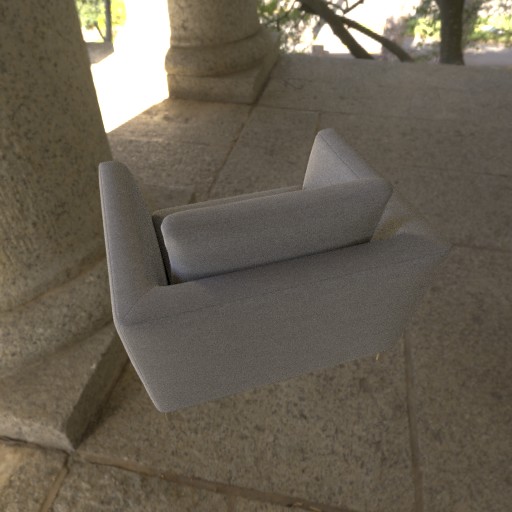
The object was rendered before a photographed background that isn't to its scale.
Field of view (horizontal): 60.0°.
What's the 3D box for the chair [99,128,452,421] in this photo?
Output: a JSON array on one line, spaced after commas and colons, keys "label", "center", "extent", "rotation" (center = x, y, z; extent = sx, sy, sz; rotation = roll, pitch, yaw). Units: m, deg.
[{"label": "chair", "center": [0.000, 0.000, 1.718], "extent": [1.041, 0.864, 0.889], "rotation": [-12, 43, -13]}]
